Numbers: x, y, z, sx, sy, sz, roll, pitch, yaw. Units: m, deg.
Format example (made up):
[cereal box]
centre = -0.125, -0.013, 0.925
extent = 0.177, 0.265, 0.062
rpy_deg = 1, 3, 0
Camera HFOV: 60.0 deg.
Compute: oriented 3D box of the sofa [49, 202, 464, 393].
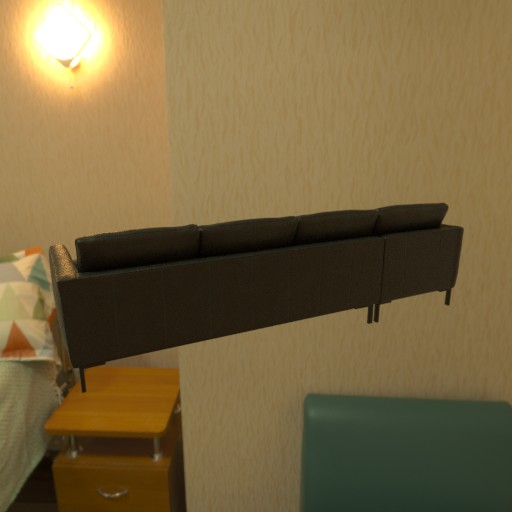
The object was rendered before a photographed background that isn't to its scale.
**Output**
[sofa]
centre = 0.000, 0.000, 3.547
extent = 2.993, 0.859, 1.471
rpy_deg = -8, 17, -26
